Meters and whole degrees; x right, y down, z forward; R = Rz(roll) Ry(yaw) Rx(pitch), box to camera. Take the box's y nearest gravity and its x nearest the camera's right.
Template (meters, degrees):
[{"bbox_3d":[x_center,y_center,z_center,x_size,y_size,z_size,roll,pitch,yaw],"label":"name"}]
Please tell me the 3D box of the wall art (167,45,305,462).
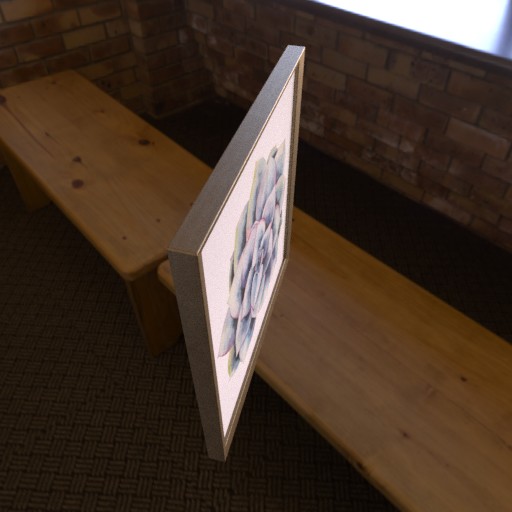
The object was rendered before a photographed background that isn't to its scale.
[{"bbox_3d":[0.000,0.000,0.749,0.030,0.506,0.503,11,47,11],"label":"wall art"}]
